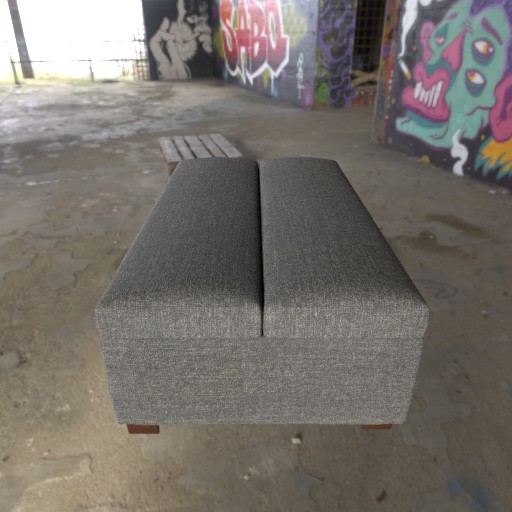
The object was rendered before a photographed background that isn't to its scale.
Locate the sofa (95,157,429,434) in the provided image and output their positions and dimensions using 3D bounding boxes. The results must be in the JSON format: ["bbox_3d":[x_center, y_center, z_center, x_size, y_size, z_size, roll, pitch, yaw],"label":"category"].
[{"bbox_3d":[0.000,0.000,1.564,0.782,0.417,1.198,0,27,0],"label":"sofa"}]
